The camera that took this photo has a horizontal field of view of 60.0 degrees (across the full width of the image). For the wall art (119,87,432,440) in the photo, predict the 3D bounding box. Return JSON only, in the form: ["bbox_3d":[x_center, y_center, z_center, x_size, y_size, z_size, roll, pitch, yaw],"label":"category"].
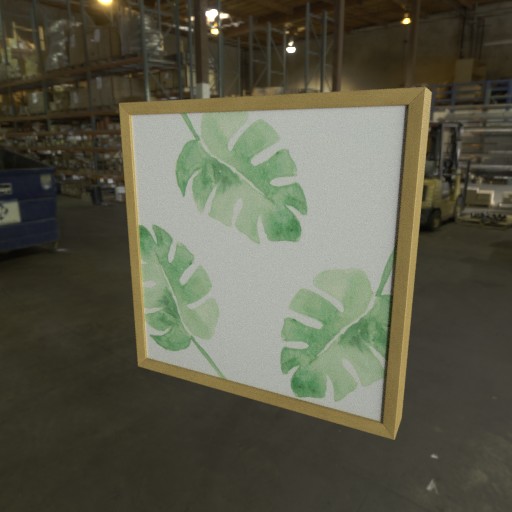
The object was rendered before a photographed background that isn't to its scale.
[{"bbox_3d":[0.000,0.000,0.452,0.305,0.305,0.038,7,16,26],"label":"wall art"}]
